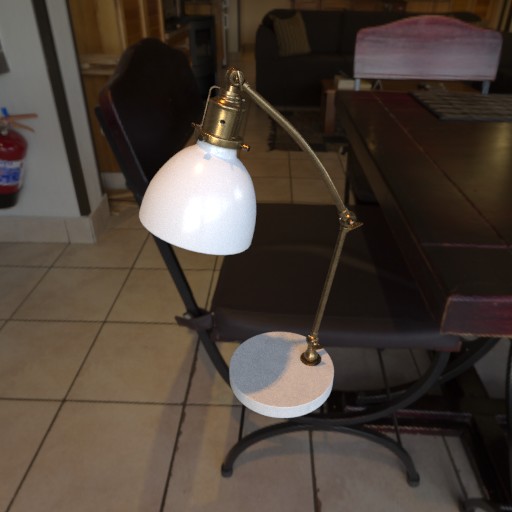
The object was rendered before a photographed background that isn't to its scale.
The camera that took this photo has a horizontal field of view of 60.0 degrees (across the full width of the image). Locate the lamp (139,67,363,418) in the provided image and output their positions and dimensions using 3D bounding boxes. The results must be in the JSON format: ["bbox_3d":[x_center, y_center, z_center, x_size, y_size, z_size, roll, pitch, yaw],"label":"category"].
[{"bbox_3d":[0.000,0.000,0.659,0.317,0.522,0.186,-9,32,-14],"label":"lamp"}]
